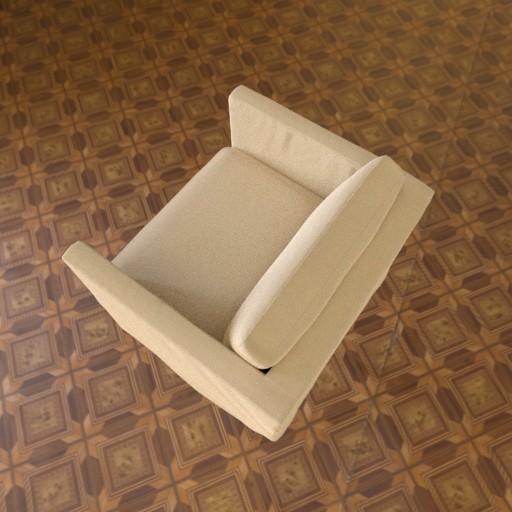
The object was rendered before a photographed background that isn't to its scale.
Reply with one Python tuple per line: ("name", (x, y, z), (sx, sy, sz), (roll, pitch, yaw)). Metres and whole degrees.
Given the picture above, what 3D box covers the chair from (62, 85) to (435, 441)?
("chair", (0.000, 0.000, 1.815), (0.947, 0.851, 1.057), (33, 68, 16))
